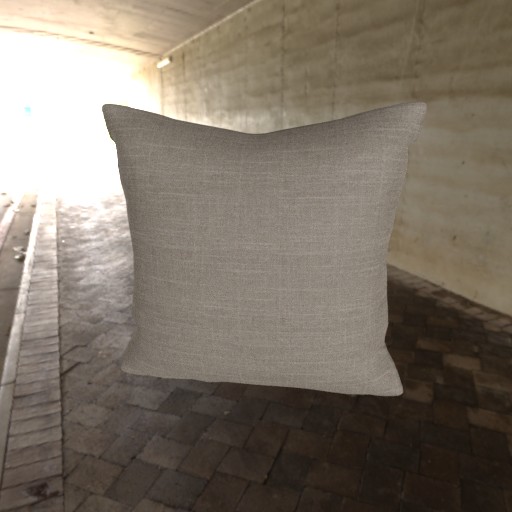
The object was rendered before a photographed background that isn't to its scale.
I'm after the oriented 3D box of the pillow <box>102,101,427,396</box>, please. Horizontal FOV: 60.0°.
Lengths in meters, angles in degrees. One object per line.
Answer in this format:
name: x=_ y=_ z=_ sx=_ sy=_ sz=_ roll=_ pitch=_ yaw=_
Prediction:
pillow: x=0.000 y=0.000 z=0.611 sx=0.424 sy=0.400 sz=0.169 roll=3 pitch=17 yaw=8
